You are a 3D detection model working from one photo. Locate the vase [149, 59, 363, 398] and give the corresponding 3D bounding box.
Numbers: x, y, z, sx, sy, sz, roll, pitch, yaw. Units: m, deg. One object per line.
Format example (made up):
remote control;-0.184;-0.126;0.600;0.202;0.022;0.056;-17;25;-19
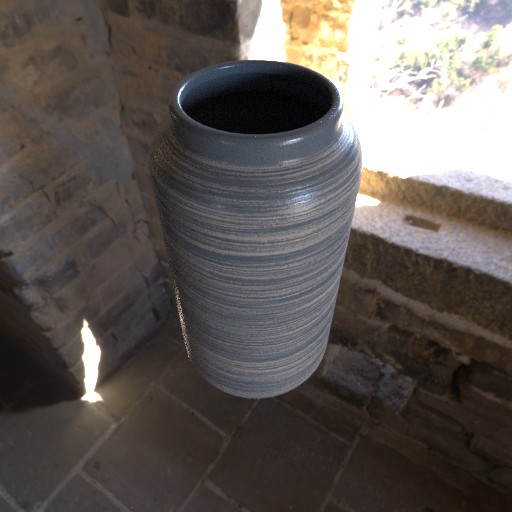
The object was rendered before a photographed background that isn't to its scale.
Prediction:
vase;0.000;0.000;0.301;0.116;0.230;0.116;0;46;0
